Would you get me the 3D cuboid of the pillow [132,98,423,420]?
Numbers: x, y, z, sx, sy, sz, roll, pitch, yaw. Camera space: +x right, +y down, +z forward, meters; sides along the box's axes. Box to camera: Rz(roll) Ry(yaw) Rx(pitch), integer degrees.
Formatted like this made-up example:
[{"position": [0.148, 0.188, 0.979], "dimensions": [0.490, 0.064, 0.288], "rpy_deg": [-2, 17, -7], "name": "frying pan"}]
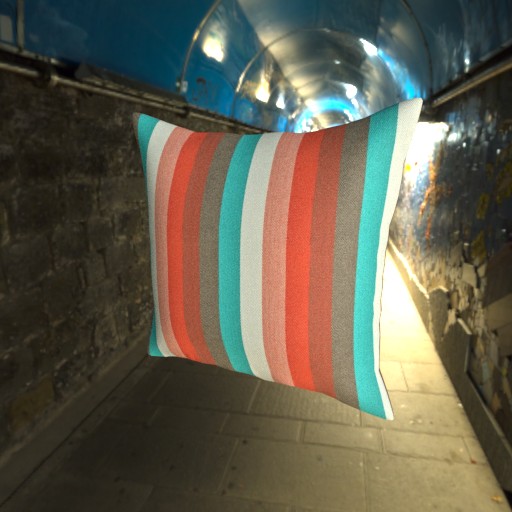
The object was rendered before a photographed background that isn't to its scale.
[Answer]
[{"position": [0.000, 0.000, 0.687], "dimensions": [0.453, 0.443, 0.168], "rpy_deg": [7, 15, 26], "name": "pillow"}]
